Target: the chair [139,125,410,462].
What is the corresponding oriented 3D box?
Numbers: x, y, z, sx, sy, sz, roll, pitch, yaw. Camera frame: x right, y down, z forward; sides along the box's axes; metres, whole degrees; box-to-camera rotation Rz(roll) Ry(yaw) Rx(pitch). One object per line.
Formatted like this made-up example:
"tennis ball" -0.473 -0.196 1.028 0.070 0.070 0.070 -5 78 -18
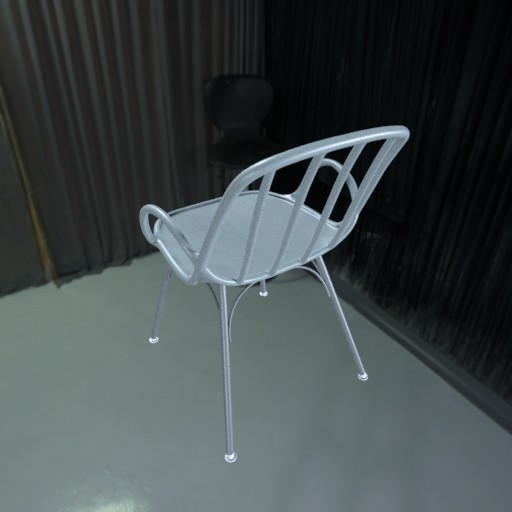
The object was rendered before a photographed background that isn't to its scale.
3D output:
"chair" 0.000 0.000 1.210 0.549 0.816 0.597 -20 38 -28
